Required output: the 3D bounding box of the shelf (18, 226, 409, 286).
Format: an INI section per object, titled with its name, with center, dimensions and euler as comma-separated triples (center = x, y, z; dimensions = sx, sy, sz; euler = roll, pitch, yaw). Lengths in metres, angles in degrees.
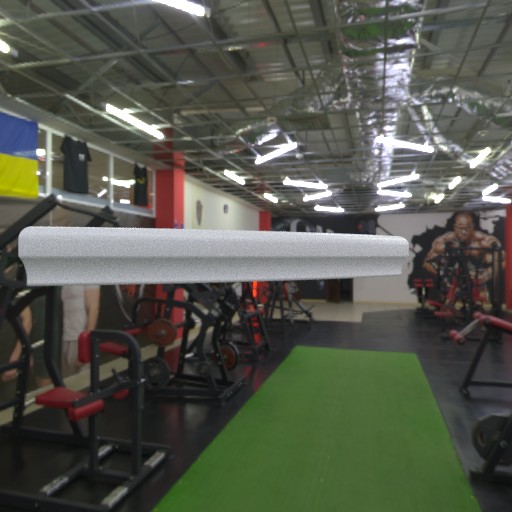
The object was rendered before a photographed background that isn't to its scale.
[shelf]
center = 0.000, 0.000, 0.463
dimensions = 0.310, 0.050, 0.310
euler = 0, 0, 17
